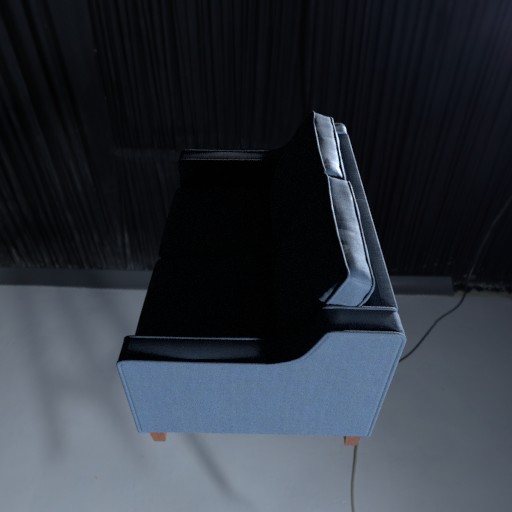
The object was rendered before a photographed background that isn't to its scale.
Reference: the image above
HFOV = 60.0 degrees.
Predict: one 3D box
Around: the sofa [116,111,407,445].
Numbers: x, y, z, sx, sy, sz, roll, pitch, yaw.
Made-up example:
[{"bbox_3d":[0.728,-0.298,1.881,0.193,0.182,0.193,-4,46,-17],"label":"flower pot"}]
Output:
[{"bbox_3d":[0.000,0.000,2.176,0.987,0.971,1.501,1,42,1],"label":"sofa"}]
